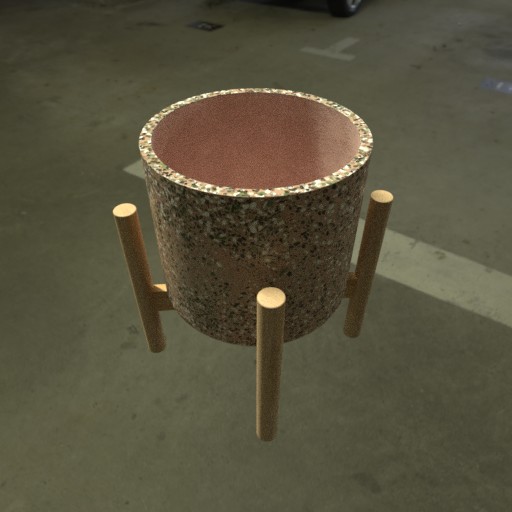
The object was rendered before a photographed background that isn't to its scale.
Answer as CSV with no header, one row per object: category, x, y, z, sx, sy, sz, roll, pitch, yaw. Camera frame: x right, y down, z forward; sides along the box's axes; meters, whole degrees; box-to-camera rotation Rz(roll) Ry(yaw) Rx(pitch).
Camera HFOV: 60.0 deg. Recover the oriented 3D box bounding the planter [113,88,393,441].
planter,0.000,0.000,0.534,0.284,0.320,0.284,12,43,13
